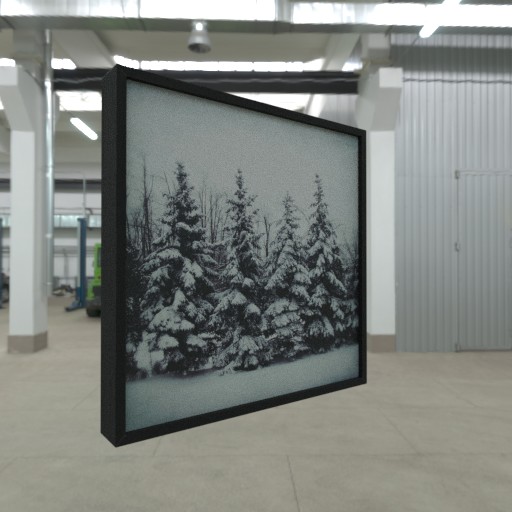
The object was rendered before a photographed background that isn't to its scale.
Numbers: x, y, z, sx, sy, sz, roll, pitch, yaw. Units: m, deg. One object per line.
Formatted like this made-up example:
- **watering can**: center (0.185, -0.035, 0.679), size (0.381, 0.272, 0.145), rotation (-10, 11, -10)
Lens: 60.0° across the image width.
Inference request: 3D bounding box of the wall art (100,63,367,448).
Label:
- **wall art**: center (0.000, 0.000, 0.458), size (0.305, 0.305, 0.037), rotation (0, -1, -37)
